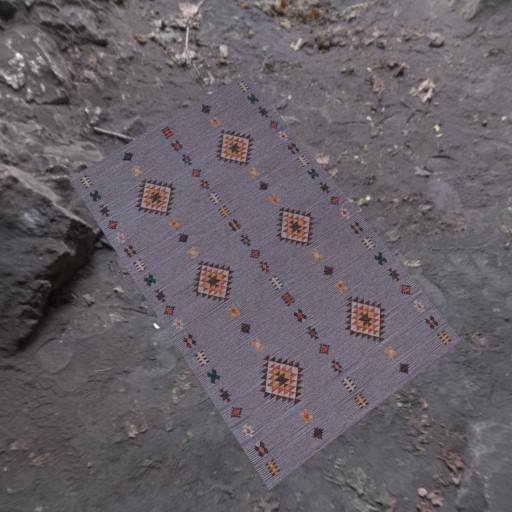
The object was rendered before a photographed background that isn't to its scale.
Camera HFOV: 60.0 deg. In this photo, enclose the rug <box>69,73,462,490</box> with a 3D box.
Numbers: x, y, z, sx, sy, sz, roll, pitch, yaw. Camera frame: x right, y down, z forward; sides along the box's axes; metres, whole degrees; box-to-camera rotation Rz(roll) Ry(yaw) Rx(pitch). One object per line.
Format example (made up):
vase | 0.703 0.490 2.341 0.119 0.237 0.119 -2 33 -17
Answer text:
rug | 0.000 0.000 2.978 1.515 0.007 2.427 -34 78 -8
